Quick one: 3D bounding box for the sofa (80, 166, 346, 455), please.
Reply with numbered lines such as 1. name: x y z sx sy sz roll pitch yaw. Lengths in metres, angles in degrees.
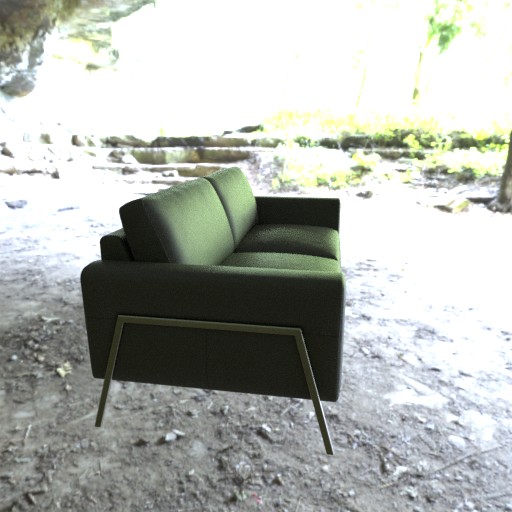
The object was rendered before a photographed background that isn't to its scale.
1. sofa: 0.000 0.000 2.495 0.953 0.875 2.017 3 16 10
